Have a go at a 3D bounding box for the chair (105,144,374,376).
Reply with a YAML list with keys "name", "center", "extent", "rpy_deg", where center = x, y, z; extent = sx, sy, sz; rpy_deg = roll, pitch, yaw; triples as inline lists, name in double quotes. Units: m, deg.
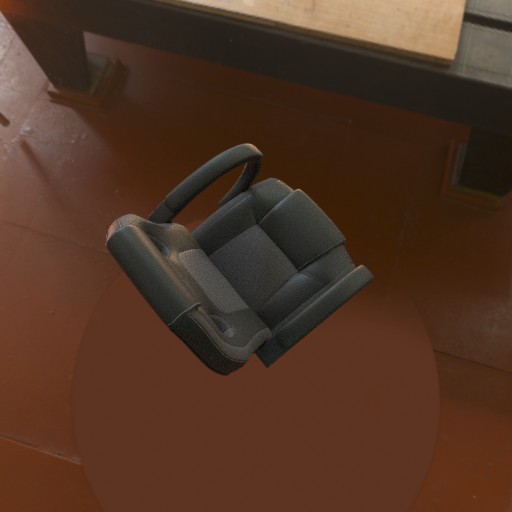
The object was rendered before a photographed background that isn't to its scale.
- name: "chair"
  center: [0.000, 0.000, 1.614]
  extent: [0.724, 1.187, 0.673]
  rpy_deg: [-38, 78, -10]
